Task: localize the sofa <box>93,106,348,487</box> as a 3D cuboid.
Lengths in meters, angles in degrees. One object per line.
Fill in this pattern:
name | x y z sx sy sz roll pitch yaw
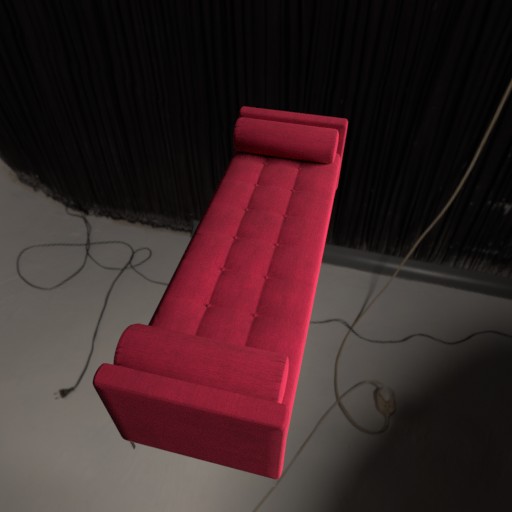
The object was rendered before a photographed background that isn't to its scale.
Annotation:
sofa | 0.000 0.000 2.332 0.686 0.635 1.981 10 47 10
